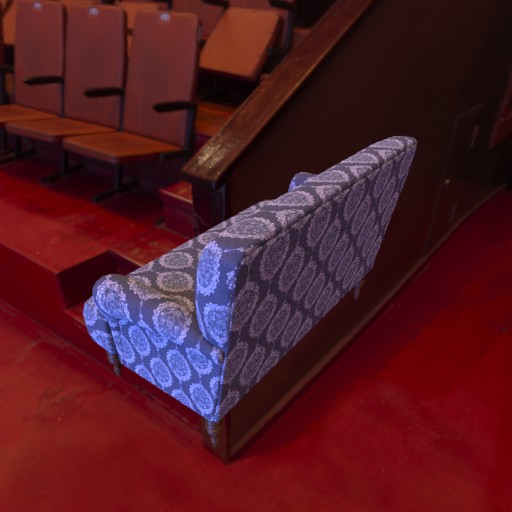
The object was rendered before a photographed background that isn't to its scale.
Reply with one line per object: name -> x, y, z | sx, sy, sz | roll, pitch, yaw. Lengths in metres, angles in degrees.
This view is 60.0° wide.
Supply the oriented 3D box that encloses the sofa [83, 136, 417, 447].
sofa -> 0.000, 0.000, 1.825 | 0.779, 0.867, 1.297 | 22, 38, 31
